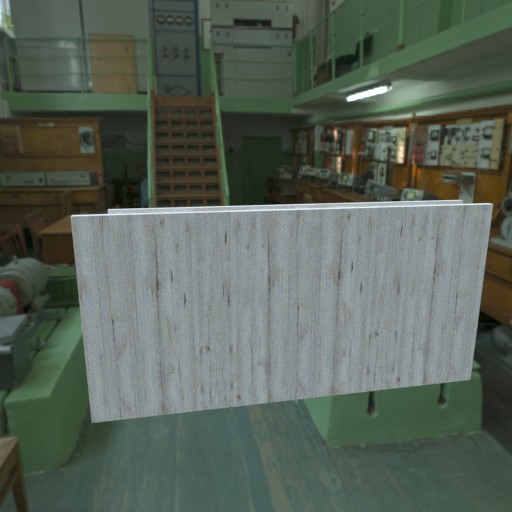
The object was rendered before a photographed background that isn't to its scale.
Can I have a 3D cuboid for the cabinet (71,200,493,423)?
[{"bbox_3d":[0.000,0.000,3.085,1.950,0.970,2.080,-3,14,-11],"label":"cabinet"}]
